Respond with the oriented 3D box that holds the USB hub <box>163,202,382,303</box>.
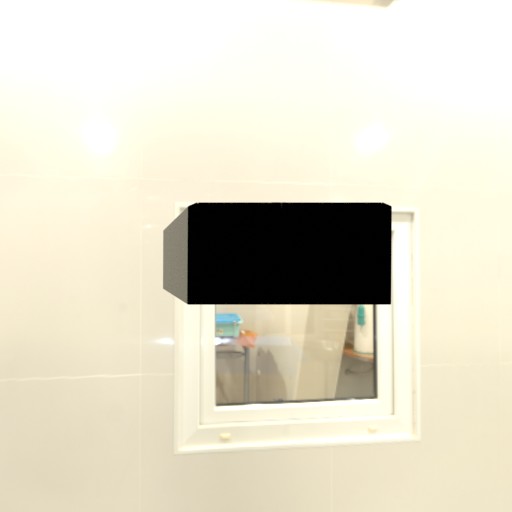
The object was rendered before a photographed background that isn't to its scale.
[{"bbox_3d":[0.000,0.000,0.126,0.044,0.023,0.110,0,-1,-16],"label":"USB hub"}]
